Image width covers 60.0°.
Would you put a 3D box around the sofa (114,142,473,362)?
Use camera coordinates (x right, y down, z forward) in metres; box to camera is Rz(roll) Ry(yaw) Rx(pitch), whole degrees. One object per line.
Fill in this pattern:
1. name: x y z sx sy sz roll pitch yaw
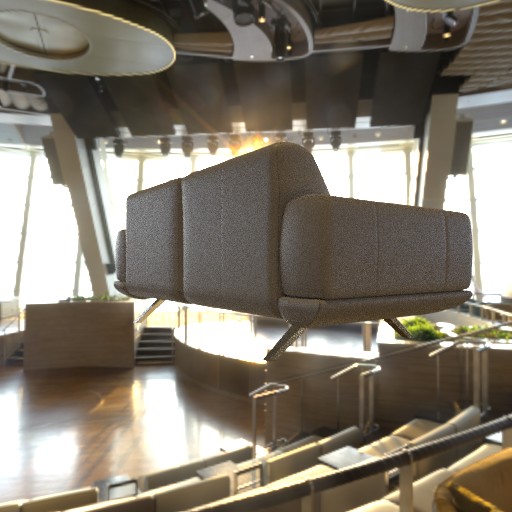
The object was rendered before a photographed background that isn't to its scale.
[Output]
1. sofa: 0.000 0.000 2.337 0.900 0.772 1.901 1 -1 -36
